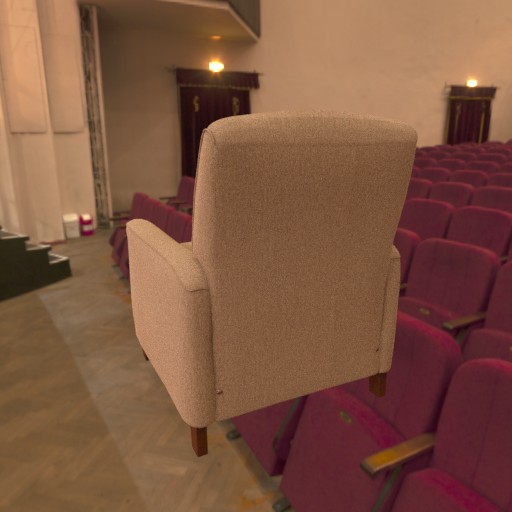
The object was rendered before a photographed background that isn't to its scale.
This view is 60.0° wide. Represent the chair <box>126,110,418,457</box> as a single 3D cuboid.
[{"bbox_3d":[0.000,0.000,1.675,0.848,1.014,0.864,-8,17,-26],"label":"chair"}]
